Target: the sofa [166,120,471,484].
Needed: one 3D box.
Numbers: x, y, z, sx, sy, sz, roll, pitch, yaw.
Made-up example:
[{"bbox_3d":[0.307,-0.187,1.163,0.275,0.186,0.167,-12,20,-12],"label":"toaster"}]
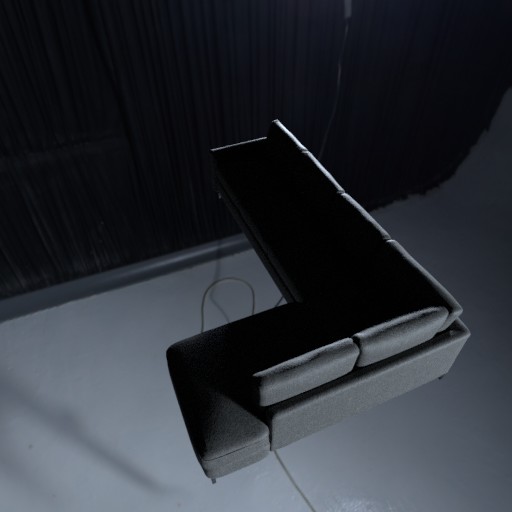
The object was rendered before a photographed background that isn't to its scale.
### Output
[{"bbox_3d":[0.000,0.000,3.803,1.984,0.858,2.972,-17,47,-16],"label":"sofa"}]
